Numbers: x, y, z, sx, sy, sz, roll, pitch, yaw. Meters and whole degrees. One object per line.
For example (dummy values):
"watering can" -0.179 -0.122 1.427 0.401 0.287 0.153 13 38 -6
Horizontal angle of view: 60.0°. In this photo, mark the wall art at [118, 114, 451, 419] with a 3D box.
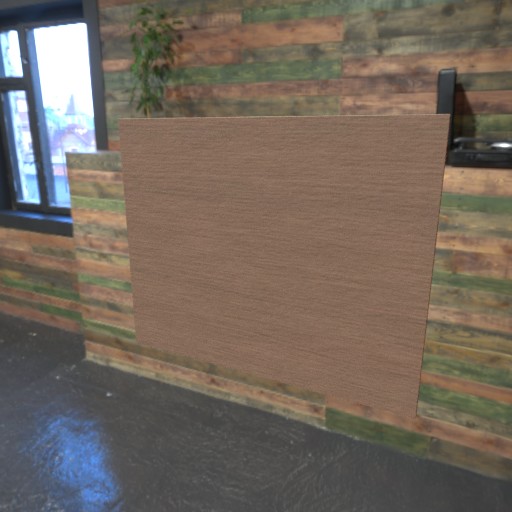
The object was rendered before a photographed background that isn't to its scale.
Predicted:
"wall art" 0.000 0.000 0.682 0.508 0.408 0.010 8 18 26
